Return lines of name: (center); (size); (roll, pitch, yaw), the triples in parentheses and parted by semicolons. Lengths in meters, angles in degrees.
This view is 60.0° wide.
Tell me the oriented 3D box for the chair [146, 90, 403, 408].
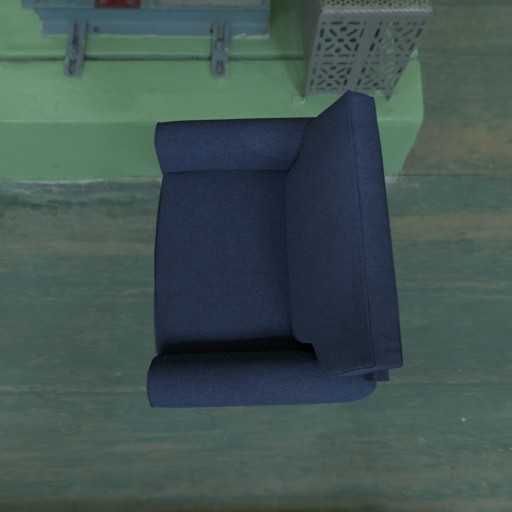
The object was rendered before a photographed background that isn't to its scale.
chair: (0.000, 0.000, 2.018); (0.963, 1.044, 1.285); (-2, 75, 0)
